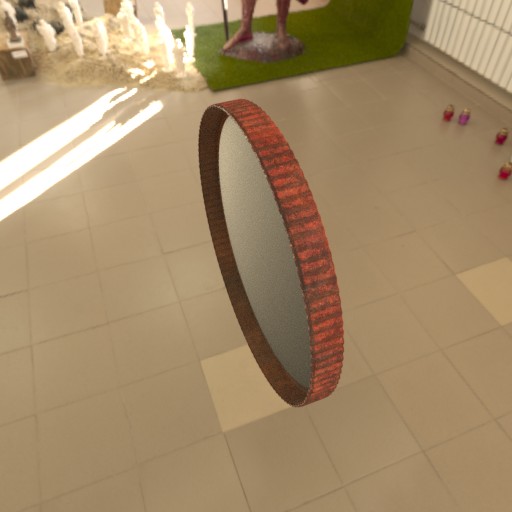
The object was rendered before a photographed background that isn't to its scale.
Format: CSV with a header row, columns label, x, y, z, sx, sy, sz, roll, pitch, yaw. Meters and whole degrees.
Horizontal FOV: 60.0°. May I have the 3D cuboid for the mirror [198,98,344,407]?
label,x,y,z,sx,sy,sz,roll,pitch,yaw
mirror,0.000,0.000,0.910,0.056,0.609,0.609,-16,49,-15
